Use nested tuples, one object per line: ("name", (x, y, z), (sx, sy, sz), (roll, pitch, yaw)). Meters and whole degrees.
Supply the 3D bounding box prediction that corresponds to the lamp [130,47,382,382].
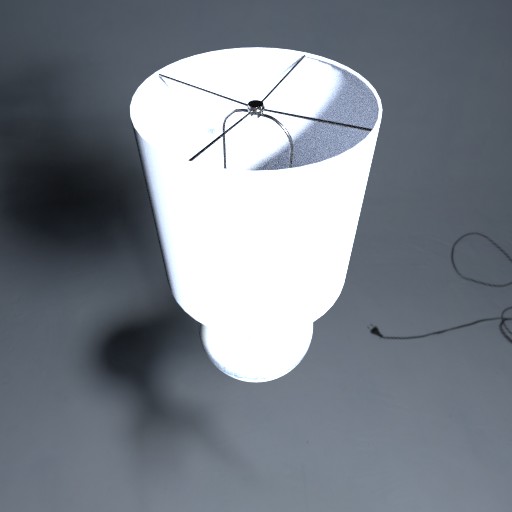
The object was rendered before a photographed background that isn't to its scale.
("lamp", (0.000, 0.000, 0.534), (0.216, 0.404, 0.216), (-1, 47, -1))
